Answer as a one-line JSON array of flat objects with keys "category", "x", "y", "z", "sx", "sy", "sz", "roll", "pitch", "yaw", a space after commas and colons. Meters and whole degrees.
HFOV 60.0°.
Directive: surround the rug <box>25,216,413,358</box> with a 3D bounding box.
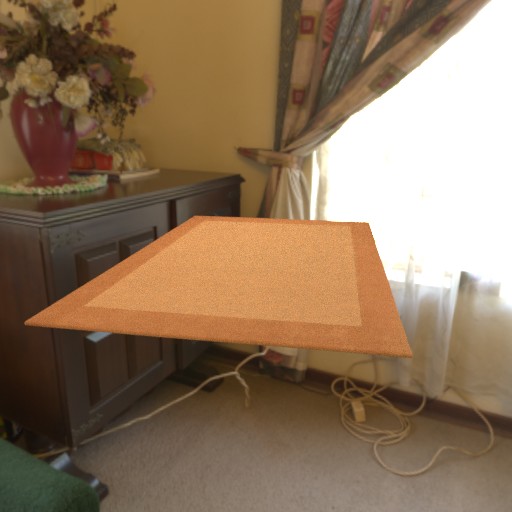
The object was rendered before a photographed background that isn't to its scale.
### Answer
[{"category": "rug", "x": 0.000, "y": 0.000, "z": 2.211, "sx": 1.219, "sy": 0.014, "sz": 1.829, "roll": 3, "pitch": 17, "yaw": 10}]
